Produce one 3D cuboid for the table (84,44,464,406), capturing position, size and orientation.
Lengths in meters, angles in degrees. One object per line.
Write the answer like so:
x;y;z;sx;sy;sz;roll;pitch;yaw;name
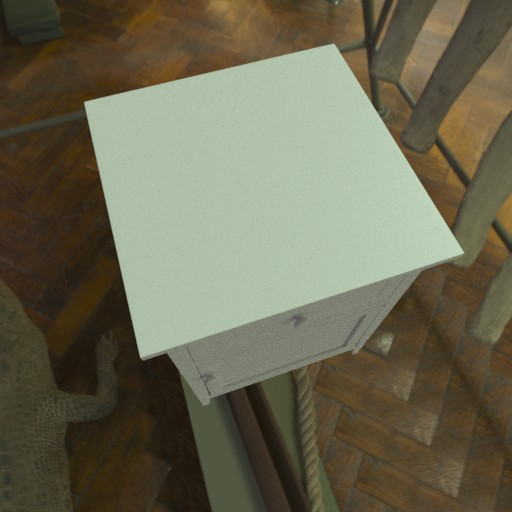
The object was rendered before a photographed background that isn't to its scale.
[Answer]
0.000;0.000;0.781;0.381;0.483;0.381;-17;64;-8;table
